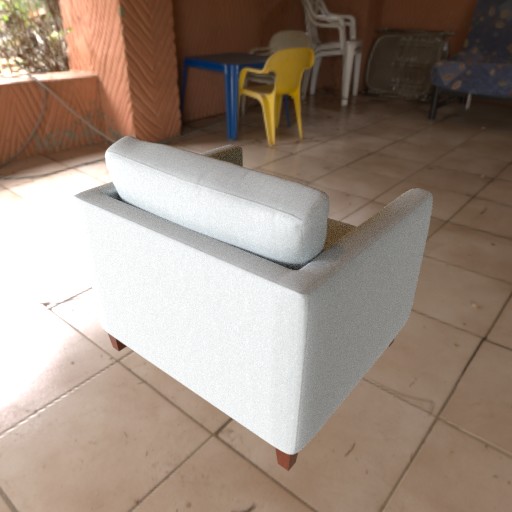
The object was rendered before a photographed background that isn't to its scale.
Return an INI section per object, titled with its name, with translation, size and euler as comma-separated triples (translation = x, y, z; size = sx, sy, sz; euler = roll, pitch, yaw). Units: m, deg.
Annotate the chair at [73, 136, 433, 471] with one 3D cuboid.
[chair]
translation = 0.000, 0.000, 1.844
size = 1.107, 0.961, 0.953
euler = 22, 36, 33
